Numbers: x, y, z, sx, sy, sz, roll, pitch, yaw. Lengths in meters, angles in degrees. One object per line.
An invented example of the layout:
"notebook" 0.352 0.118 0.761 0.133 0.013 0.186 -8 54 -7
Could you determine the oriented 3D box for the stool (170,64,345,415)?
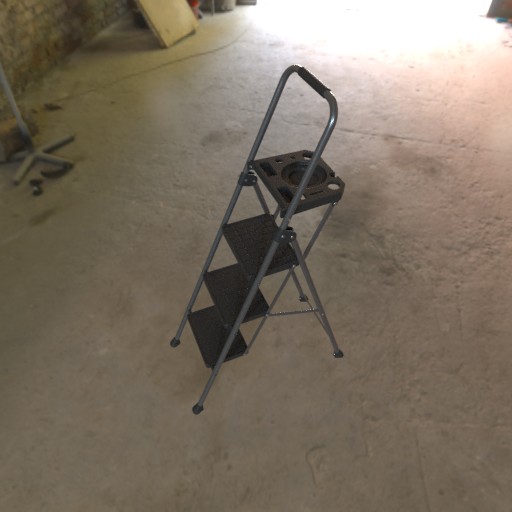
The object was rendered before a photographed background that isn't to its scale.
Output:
"stool" 0.000 0.000 1.625 0.733 1.277 0.396 -17 49 -15
